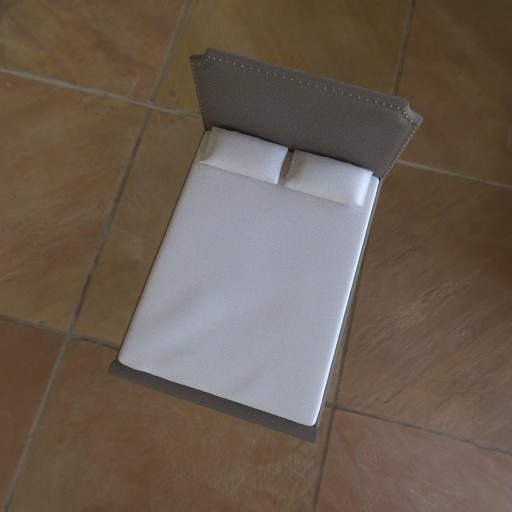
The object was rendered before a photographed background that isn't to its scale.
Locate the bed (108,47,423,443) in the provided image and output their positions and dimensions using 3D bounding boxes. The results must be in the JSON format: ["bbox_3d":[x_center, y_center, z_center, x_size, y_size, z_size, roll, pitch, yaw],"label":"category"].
[{"bbox_3d":[0.000,0.000,3.413,1.712,1.443,2.372,17,75,5],"label":"bed"}]
